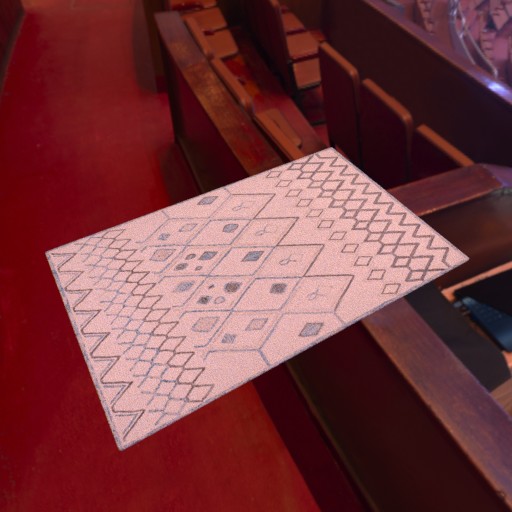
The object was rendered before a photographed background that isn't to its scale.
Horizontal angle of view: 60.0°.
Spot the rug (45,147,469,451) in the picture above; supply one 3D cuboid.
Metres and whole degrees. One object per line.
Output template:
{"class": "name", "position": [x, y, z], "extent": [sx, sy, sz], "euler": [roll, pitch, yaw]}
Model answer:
{"class": "rug", "position": [0.000, 0.000, 2.999], "extent": [2.439, 0.015, 1.524], "euler": [-24, 52, -20]}
